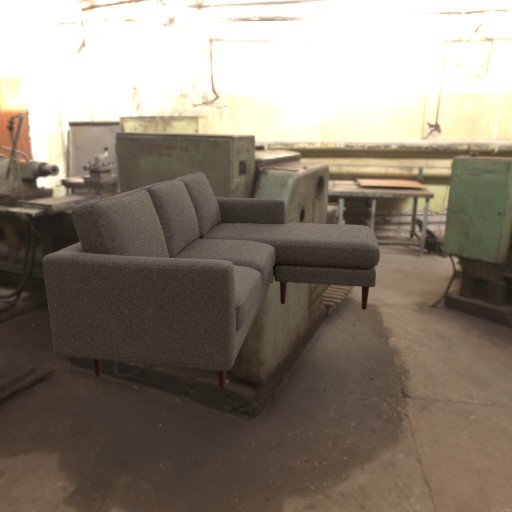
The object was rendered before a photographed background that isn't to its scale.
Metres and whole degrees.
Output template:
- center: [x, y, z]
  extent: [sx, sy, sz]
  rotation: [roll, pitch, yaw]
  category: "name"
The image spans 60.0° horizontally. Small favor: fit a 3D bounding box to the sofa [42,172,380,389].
- center: [0.000, 0.000, 2.953]
  extent: [1.667, 0.957, 2.055]
  rotation: [3, 16, 10]
  category: "sofa"
